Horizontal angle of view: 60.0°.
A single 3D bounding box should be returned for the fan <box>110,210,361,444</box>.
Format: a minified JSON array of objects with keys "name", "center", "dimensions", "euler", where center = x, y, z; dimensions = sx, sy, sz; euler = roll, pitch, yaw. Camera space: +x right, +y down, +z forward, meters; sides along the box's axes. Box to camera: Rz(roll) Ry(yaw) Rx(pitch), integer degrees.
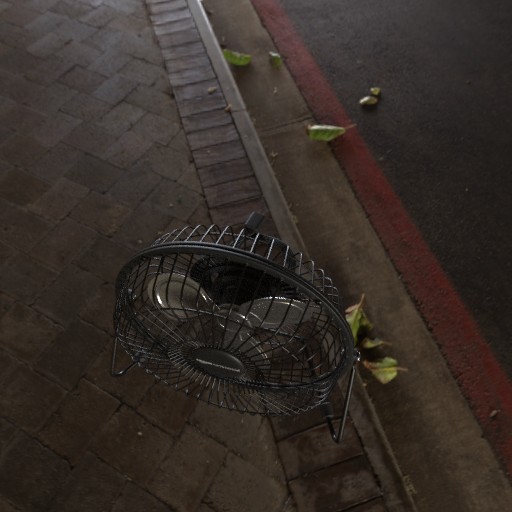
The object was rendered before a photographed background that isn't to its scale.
[{"name":"fan","center":[0.000,0.000,0.374],"dimensions":[0.209,0.188,0.227],"euler":[14,59,8]}]
